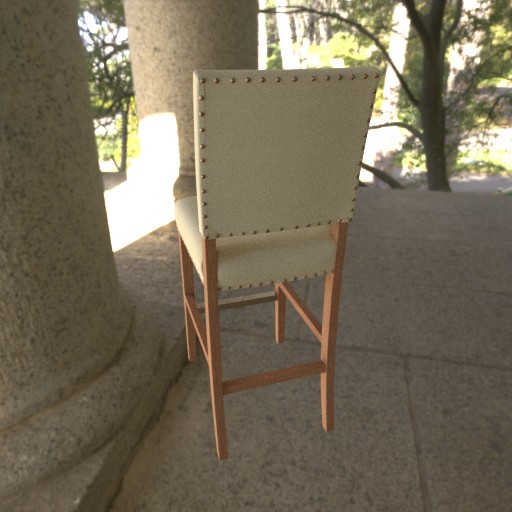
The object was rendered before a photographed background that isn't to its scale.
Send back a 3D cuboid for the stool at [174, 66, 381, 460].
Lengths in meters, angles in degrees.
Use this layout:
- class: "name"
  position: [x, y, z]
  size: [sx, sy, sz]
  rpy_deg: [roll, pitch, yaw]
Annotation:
- class: "stool"
  position: [0.000, 0.000, 1.456]
  size: [0.445, 1.168, 0.584]
  rpy_deg: [-8, 28, -16]
